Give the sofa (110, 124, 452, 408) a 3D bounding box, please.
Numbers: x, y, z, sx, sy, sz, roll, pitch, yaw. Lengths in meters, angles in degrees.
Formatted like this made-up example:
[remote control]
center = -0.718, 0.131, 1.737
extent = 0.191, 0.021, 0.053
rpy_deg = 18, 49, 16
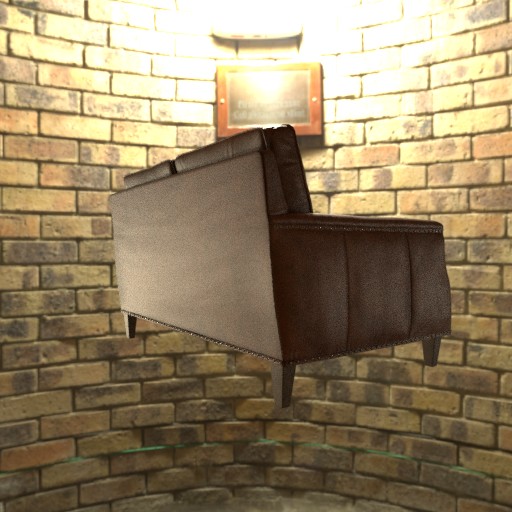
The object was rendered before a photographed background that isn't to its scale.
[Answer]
[sofa]
center = 0.000, 0.000, 2.334
extent = 1.083, 1.003, 1.628
rpy_deg = -1, 1, -36
